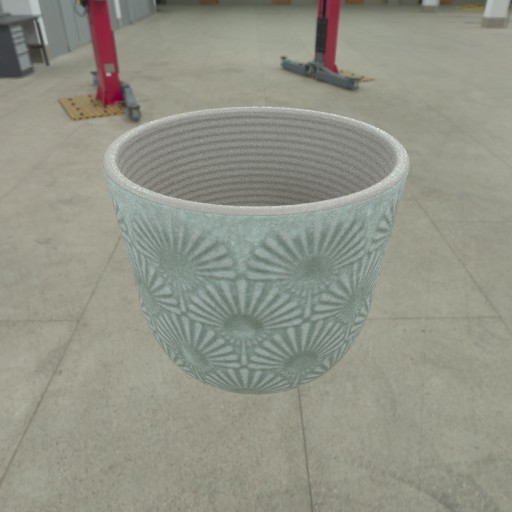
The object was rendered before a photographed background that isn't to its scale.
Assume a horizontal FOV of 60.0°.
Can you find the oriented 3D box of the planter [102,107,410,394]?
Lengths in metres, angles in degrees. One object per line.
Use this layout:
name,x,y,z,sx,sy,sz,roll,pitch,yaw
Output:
planter,0.000,0.000,0.294,0.170,0.152,0.170,0,33,0
